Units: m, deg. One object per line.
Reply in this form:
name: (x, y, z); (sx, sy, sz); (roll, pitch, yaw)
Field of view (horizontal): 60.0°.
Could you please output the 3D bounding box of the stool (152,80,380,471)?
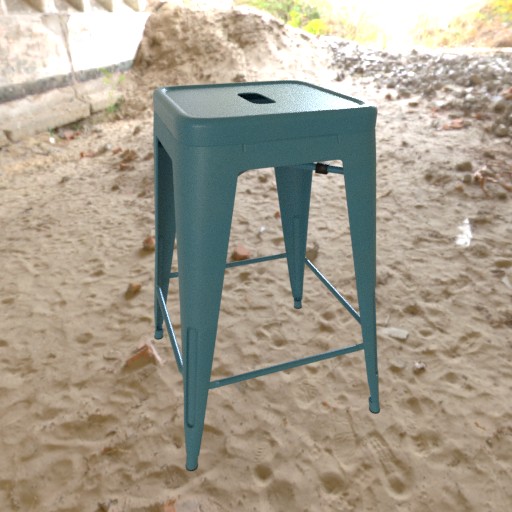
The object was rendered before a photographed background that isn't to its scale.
stool: (0.000, 0.000, 0.879); (0.410, 0.608, 0.410); (-10, 31, -17)
